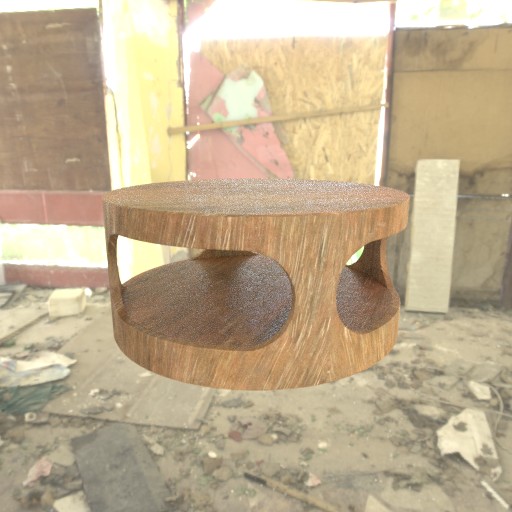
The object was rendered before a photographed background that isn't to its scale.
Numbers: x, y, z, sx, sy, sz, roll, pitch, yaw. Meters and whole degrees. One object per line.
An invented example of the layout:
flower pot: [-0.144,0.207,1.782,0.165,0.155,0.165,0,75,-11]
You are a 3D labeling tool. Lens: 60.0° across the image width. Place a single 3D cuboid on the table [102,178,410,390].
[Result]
table: [0.000,0.000,1.537,0.974,0.450,0.974,0,15,0]
